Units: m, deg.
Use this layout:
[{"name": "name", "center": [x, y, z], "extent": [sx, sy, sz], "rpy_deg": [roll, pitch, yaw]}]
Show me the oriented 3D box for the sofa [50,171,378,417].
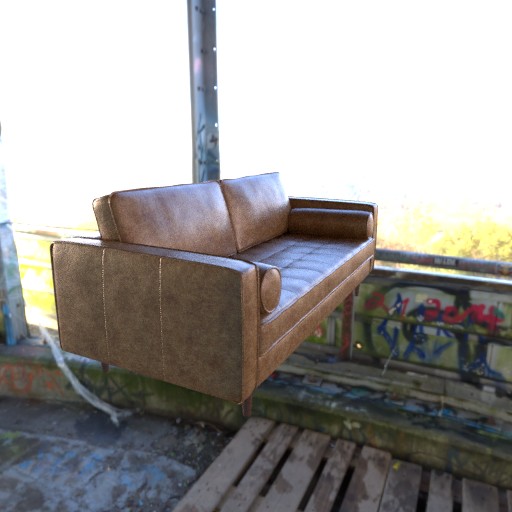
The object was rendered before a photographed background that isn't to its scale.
[{"name": "sofa", "center": [0.000, 0.000, 2.437], "extent": [0.924, 0.825, 1.920], "rpy_deg": [7, 16, 27]}]
